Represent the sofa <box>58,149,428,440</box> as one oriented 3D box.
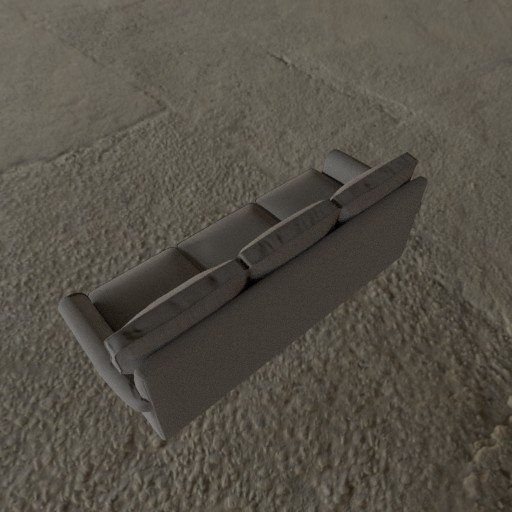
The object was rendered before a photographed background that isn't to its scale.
[{"bbox_3d":[0.000,0.000,2.889,2.353,0.948,0.966,-32,55,-27],"label":"sofa"}]
